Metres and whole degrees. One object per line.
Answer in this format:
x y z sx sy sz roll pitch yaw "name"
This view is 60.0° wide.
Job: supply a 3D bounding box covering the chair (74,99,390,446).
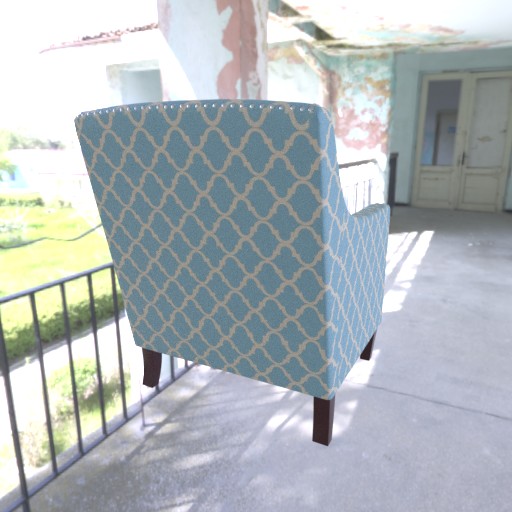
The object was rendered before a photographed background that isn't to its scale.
0.000 0.000 1.289 0.617 0.817 0.686 8 17 27 "chair"
